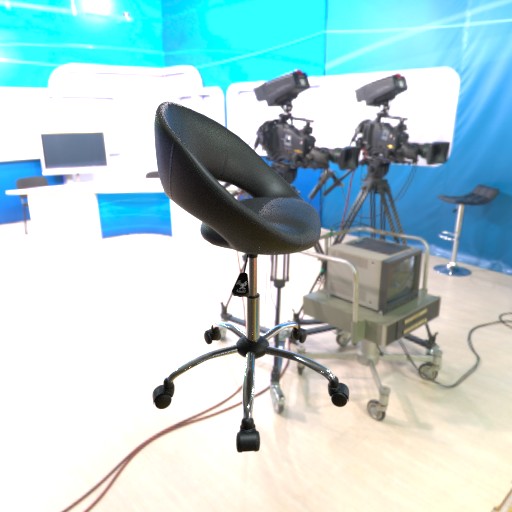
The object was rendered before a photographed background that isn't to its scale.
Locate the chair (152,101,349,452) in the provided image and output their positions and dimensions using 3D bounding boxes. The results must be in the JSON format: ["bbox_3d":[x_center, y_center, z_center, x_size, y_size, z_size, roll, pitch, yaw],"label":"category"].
[{"bbox_3d":[0.000,0.000,1.198,0.538,0.791,0.612,3,18,8],"label":"chair"}]
